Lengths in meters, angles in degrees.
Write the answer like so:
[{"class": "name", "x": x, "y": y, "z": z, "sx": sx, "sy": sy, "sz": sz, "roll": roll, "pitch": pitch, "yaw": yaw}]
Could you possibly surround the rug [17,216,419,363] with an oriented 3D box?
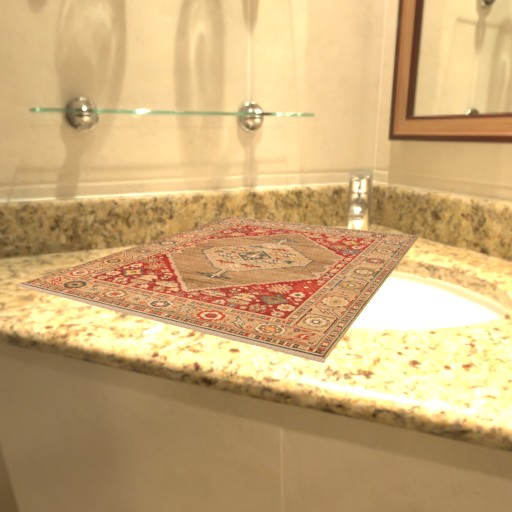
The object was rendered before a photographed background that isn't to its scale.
[{"class": "rug", "x": 0.000, "y": 0.000, "z": 4.122, "sx": 2.451, "sy": 0.008, "sz": 3.143, "roll": 8, "pitch": 18, "yaw": 27}]
